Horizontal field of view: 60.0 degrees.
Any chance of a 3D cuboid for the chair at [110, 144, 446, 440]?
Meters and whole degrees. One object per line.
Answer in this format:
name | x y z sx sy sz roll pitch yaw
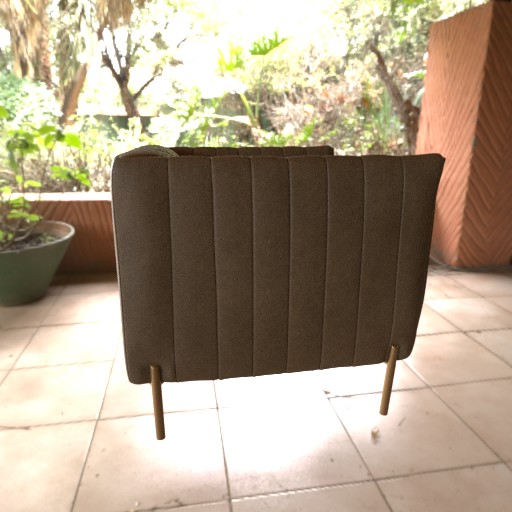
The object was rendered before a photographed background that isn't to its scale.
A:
chair | 0.000 0.000 1.620 0.876 0.779 0.981 -3 16 -10
